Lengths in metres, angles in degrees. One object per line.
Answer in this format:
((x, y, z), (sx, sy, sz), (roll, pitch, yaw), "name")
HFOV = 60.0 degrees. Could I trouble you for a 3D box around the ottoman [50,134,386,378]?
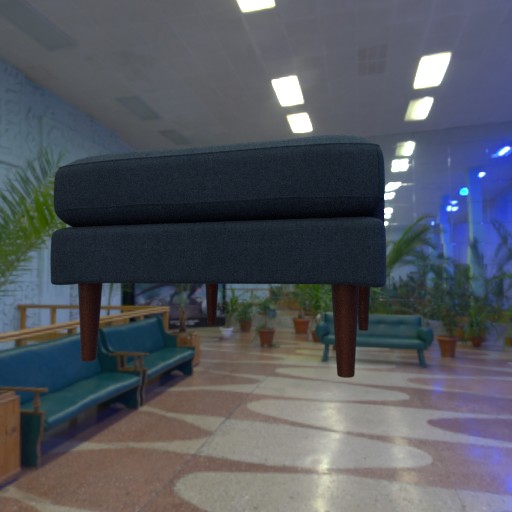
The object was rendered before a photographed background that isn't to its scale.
((0.000, 0.000, 1.235), (0.693, 0.474, 0.821), (-1, -3, 16), "ottoman")
